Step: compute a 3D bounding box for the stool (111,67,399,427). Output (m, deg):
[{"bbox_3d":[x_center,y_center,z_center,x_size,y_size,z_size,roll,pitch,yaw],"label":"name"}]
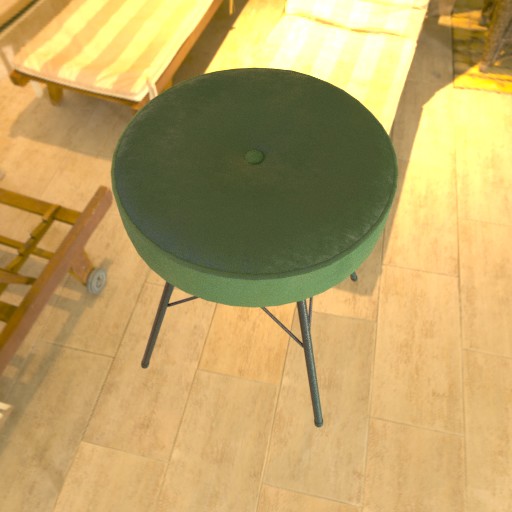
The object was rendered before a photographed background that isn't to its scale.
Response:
[{"bbox_3d":[0.000,0.000,0.898,0.457,0.595,0.430,16,59,10],"label":"stool"}]
